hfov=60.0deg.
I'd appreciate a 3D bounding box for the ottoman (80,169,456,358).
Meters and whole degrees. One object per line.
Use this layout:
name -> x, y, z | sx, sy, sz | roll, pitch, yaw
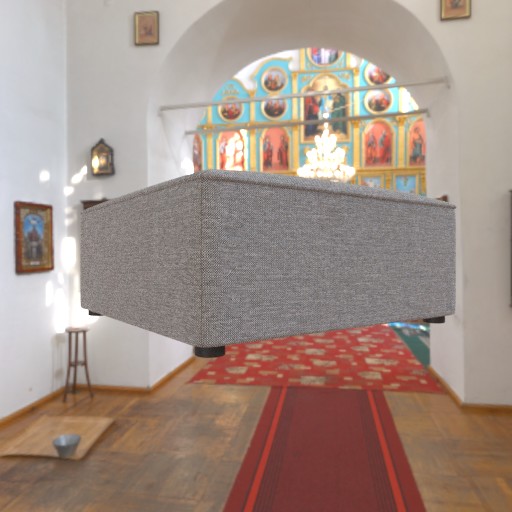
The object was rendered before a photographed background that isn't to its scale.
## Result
ottoman -> 0.000, 0.000, 1.618 | 1.005, 0.455, 1.005 | 0, 0, -36
